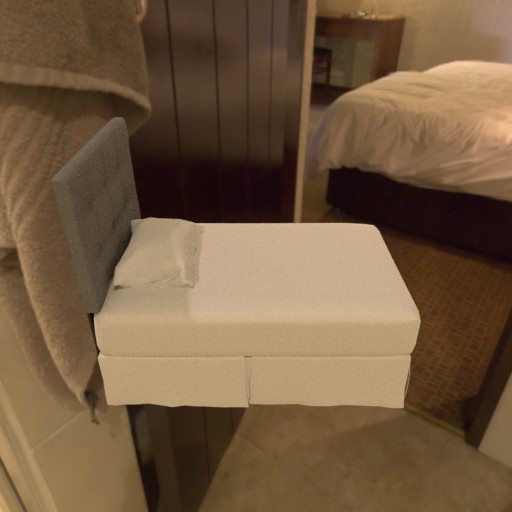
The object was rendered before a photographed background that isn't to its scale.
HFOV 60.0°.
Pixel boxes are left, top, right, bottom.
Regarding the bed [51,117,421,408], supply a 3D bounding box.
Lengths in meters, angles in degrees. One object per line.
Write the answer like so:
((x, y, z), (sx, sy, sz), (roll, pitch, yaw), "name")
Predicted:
((0.000, 0.000, 2.997), (1.997, 1.571, 1.261), (0, 32, 0), "bed")
